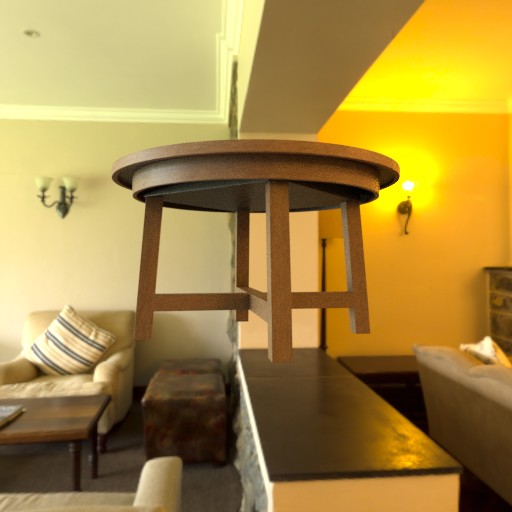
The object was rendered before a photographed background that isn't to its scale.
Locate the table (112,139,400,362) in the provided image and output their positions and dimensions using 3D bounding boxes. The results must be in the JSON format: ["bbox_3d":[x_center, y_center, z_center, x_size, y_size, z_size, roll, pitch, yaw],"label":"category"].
[{"bbox_3d":[0.000,0.000,2.126,1.319,0.762,1.319,0,-1,0],"label":"table"}]
